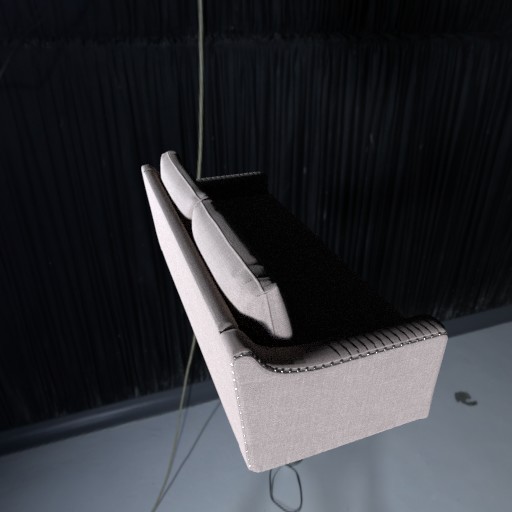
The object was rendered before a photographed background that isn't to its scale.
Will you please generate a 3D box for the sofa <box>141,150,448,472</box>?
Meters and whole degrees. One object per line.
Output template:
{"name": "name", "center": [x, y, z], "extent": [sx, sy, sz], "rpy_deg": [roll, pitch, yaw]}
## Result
{"name": "sofa", "center": [0.000, 0.000, 2.669], "extent": [1.000, 0.857, 2.208], "rpy_deg": [-10, 31, -18]}
